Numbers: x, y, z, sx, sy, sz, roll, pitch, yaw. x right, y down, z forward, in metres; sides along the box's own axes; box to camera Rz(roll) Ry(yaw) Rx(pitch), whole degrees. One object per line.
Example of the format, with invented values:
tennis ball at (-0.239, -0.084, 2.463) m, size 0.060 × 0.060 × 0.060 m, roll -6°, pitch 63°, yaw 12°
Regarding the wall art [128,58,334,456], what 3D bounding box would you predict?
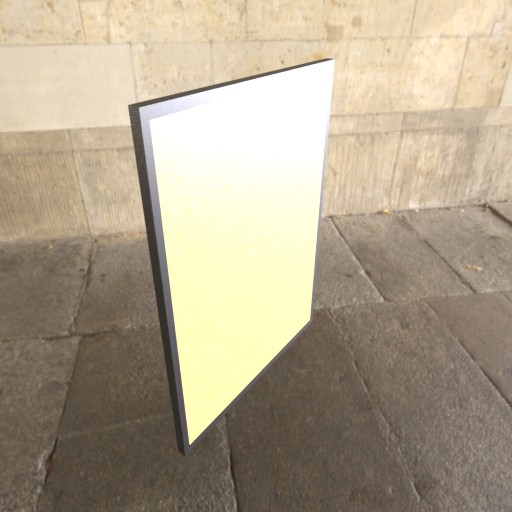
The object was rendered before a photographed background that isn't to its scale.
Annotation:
wall art at (0.000, 0.000, 1.350) m, size 0.030 × 1.027 × 0.774 m, roll 21°, pitch 37°, yaw 30°
